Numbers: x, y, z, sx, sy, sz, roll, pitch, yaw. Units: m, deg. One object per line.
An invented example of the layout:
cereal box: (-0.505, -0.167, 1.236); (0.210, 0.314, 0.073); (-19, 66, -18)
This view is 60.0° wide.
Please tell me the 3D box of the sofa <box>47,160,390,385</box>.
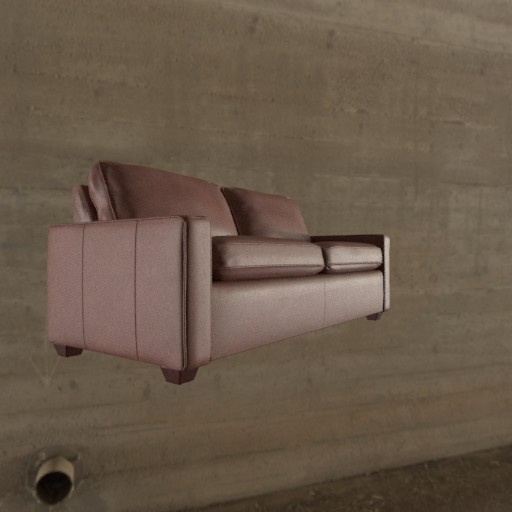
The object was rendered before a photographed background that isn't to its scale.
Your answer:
sofa: (0.000, 0.000, 2.599); (0.940, 0.919, 2.080); (0, 0, 36)
